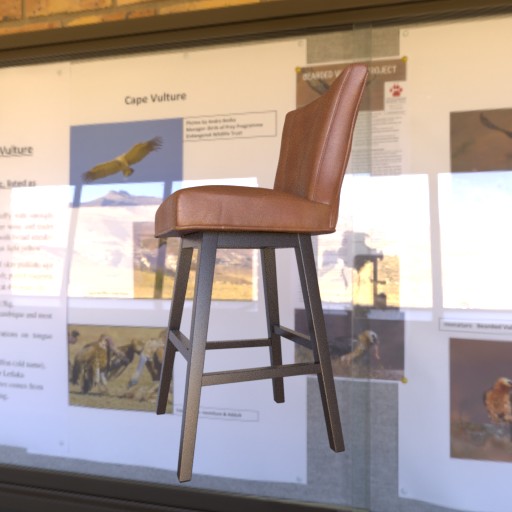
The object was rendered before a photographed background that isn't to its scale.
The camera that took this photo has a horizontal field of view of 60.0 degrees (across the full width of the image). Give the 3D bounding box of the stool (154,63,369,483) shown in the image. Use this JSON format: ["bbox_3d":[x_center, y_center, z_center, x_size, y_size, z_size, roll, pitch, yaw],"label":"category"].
[{"bbox_3d":[0.000,0.000,1.401,0.585,1.094,0.522,0,0,-19],"label":"stool"}]
